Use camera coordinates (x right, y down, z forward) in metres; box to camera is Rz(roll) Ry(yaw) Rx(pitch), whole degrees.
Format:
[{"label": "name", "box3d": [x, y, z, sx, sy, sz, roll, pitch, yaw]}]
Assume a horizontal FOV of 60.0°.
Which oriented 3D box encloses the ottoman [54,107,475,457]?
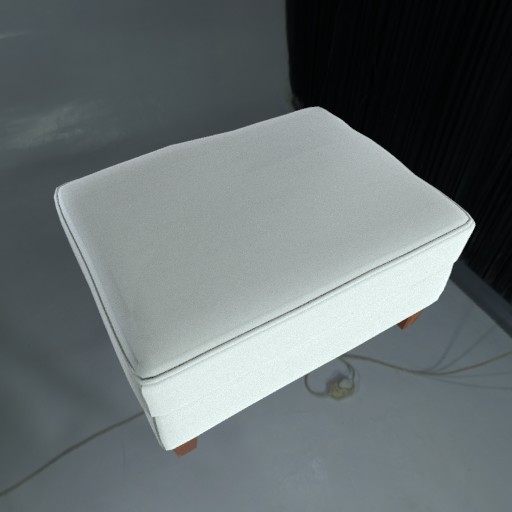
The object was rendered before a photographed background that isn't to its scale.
[{"label": "ottoman", "box3d": [0.000, 0.000, 1.165, 0.818, 0.479, 0.634, -23, 51, -20]}]
